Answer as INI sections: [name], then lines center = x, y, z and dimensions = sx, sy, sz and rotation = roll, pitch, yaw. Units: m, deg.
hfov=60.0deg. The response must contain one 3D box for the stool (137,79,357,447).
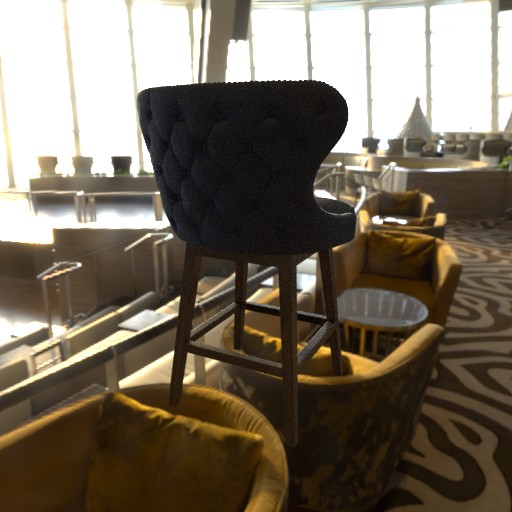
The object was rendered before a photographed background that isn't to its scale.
[stool]
center = 0.000, 0.000, 1.387
dimensions = 0.615, 0.972, 0.597
rotation = 8, 17, 26
